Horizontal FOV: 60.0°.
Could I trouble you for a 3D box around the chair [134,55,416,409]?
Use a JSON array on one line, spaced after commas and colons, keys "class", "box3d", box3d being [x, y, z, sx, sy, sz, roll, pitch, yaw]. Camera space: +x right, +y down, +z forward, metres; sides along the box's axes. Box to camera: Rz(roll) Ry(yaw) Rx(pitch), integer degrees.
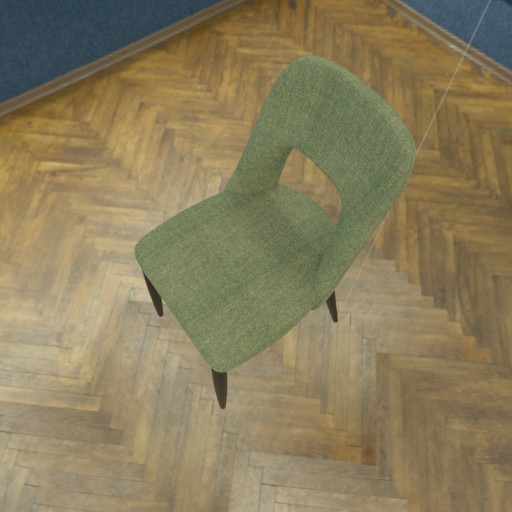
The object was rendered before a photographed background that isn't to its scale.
[{"class": "chair", "box3d": [0.000, 0.000, 1.279, 0.612, 0.931, 0.470, -33, 67, -16]}]
